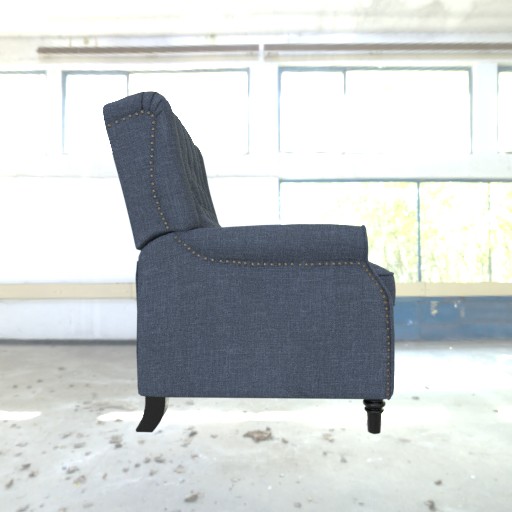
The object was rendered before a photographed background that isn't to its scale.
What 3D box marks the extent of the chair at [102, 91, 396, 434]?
[{"bbox_3d":[0.000,0.000,1.610,0.898,1.035,0.742,0,0,2],"label":"chair"}]
